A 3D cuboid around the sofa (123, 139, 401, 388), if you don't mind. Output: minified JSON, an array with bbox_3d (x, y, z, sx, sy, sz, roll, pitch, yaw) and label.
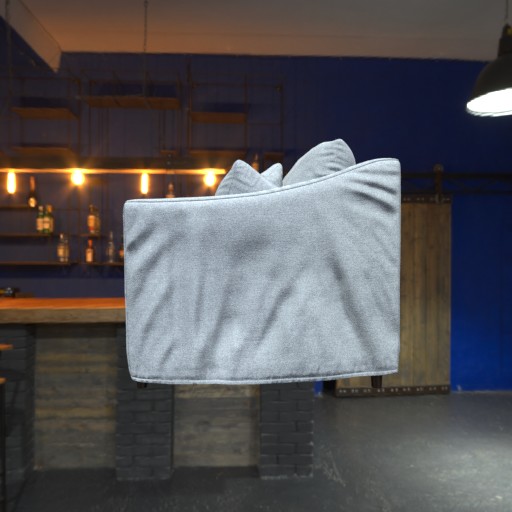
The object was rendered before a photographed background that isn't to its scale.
[{"bbox_3d":[0.000,0.000,2.625,1.072,1.018,2.010,0,0,-1],"label":"sofa"}]
